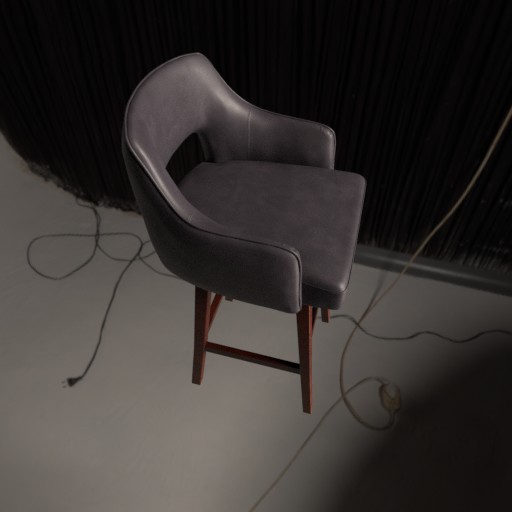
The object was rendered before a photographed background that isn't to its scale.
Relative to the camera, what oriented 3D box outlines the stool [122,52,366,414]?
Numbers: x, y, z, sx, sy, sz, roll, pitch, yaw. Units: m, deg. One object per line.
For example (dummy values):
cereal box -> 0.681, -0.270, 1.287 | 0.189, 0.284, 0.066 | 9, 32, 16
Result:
stool -> 0.000, 0.000, 1.346 | 0.560, 1.041, 0.550 | 11, 48, 10
